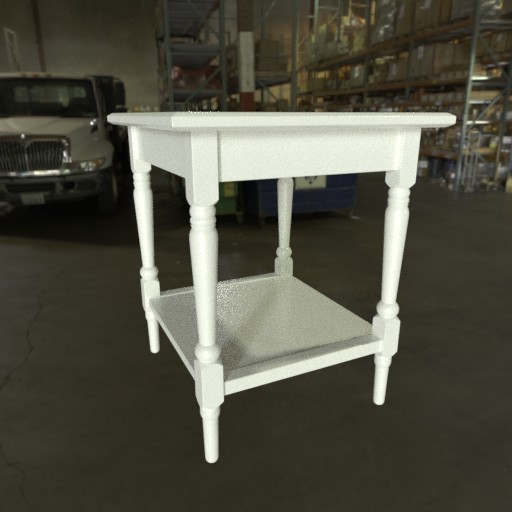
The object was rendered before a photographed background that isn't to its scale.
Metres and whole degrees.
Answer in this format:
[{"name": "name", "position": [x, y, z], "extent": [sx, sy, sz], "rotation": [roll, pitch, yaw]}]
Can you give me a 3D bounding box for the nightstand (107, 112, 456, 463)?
[{"name": "nightstand", "position": [0.000, 0.000, 0.903], "extent": [0.459, 0.555, 0.505], "rotation": [-8, 19, -24]}]
